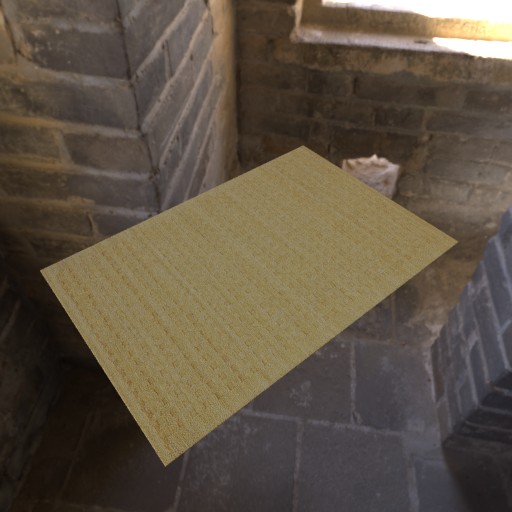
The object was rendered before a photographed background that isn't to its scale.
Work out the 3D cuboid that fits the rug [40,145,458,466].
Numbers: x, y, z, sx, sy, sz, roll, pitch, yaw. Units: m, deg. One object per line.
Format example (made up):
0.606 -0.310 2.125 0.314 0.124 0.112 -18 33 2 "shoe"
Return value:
0.000 0.000 2.902 2.286 0.006 1.524 -30 53 -26 "rug"
